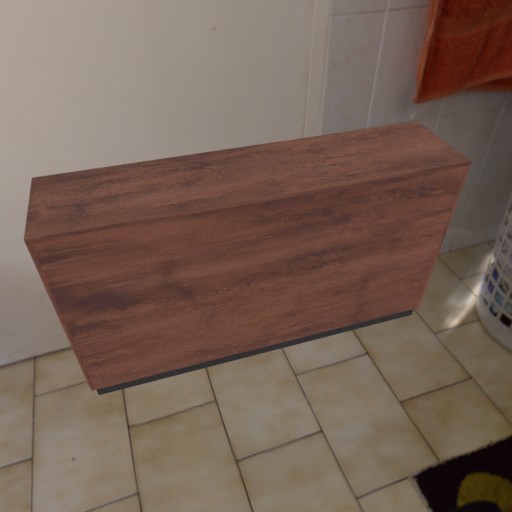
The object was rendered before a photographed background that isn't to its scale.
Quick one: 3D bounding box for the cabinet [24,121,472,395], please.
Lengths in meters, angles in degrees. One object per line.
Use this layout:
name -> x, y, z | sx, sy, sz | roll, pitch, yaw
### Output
cabinet -> 0.000, 0.000, 1.965 | 1.600, 0.900, 0.420 | -12, 43, -13
